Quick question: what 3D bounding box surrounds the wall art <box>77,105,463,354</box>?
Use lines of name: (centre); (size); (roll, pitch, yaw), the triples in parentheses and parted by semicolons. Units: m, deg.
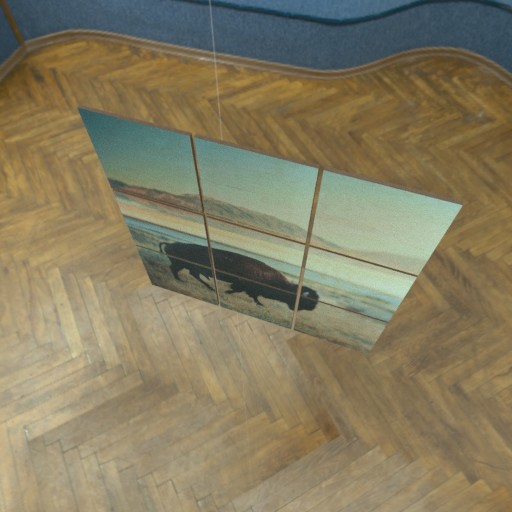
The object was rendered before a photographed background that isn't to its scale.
wall art: (0.000, 0.000, 1.378); (0.906, 0.904, 0.018); (16, 60, 10)
